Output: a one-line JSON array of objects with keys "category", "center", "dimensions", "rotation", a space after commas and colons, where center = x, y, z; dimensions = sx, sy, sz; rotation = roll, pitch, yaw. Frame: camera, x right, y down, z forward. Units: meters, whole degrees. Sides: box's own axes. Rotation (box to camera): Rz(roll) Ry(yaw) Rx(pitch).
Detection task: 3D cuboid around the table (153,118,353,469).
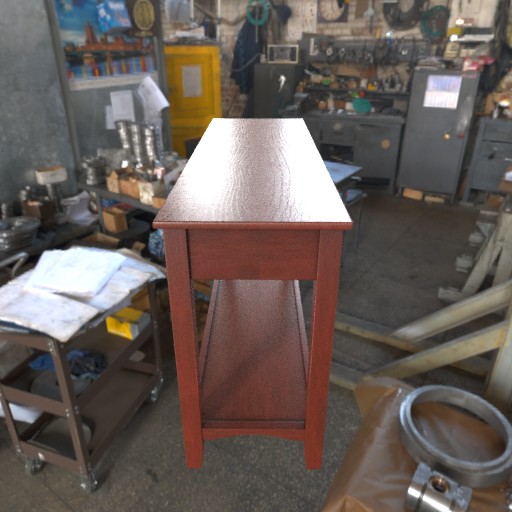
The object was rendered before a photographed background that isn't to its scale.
[{"category": "table", "center": [0.000, 0.000, 1.554], "dimensions": [0.392, 0.739, 1.188], "rotation": [0, 27, 1]}]
